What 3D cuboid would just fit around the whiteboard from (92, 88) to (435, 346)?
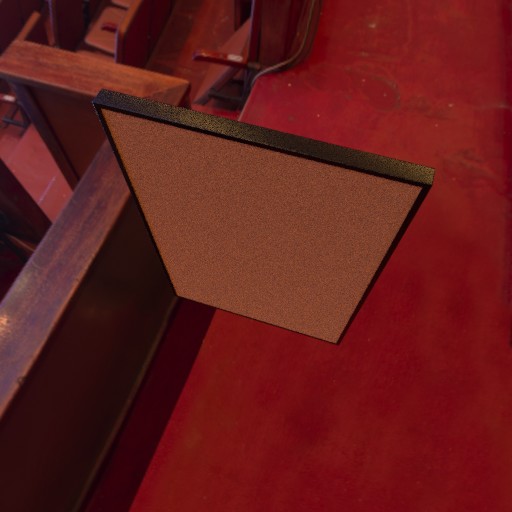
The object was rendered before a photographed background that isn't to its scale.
[{"bbox_3d":[0.000,0.000,0.780,0.406,0.611,0.026,16,64,8],"label":"whiteboard"}]
